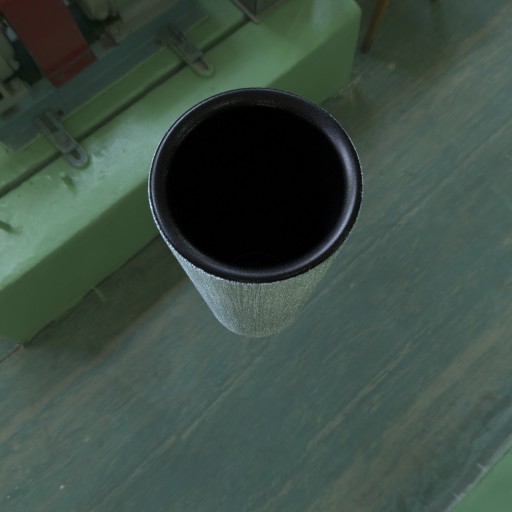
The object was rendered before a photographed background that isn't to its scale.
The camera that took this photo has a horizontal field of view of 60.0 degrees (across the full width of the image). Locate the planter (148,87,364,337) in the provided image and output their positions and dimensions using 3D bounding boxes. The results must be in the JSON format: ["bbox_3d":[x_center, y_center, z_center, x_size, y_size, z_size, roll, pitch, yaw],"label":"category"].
[{"bbox_3d":[0.000,0.000,0.333,0.100,0.270,0.100,-42,79,-10],"label":"planter"}]
